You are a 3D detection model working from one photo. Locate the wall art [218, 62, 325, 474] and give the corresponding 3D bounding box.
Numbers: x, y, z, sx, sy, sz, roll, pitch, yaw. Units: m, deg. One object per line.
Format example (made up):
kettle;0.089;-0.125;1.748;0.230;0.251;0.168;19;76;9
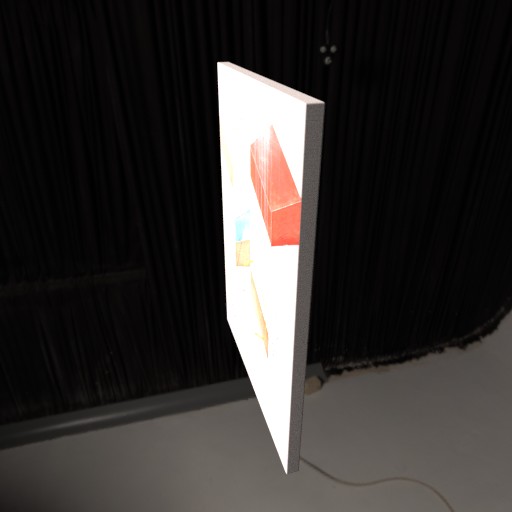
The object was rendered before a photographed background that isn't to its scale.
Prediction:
wall art;0.000;0.000;1.616;0.046;1.221;0.914;-8;30;-14
